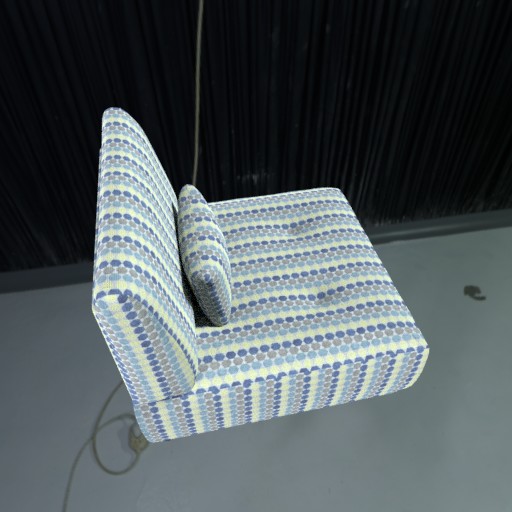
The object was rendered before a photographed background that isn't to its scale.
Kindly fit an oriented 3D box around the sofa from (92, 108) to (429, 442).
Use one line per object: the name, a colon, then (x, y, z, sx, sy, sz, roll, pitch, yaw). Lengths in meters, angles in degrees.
sofa: (0.000, 0.000, 1.640, 1.000, 0.830, 0.930, -9, 47, -8)
